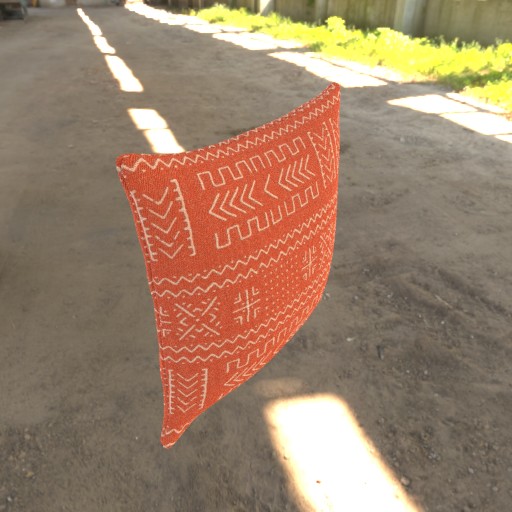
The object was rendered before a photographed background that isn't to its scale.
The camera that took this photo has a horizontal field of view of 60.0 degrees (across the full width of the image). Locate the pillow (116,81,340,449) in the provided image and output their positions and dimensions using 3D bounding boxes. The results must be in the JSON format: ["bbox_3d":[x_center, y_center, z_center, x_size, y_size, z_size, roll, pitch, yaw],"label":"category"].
[{"bbox_3d":[0.000,0.000,0.660,0.164,0.429,0.438,21,38,30],"label":"pillow"}]
